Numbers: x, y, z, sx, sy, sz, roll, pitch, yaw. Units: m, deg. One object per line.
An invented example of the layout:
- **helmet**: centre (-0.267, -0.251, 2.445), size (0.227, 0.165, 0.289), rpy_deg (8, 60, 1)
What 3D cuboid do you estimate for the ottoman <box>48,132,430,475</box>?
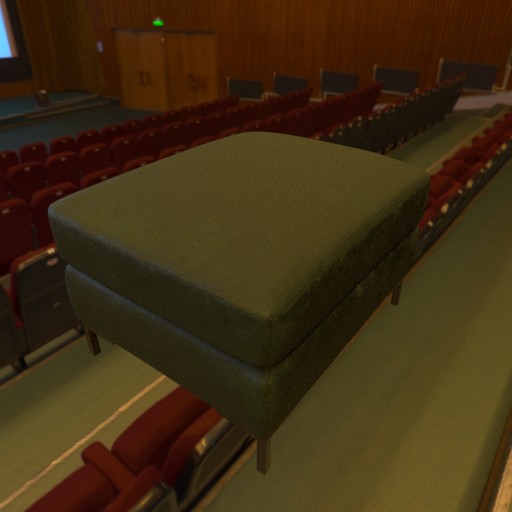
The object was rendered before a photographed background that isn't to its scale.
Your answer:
- **ottoman**: centre (0.000, 0.000, 1.306), size (0.701, 0.538, 0.839), rpy_deg (21, 37, 31)
